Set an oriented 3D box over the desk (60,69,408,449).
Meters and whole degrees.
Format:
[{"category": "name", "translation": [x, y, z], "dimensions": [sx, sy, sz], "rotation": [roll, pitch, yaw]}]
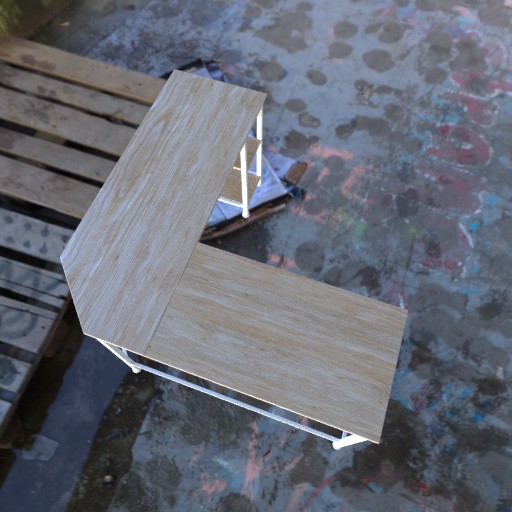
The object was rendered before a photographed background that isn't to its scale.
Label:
[{"category": "desk", "translation": [0.000, 0.000, 2.214], "dimensions": [1.379, 0.739, 1.379], "rotation": [18, 66, 8]}]
